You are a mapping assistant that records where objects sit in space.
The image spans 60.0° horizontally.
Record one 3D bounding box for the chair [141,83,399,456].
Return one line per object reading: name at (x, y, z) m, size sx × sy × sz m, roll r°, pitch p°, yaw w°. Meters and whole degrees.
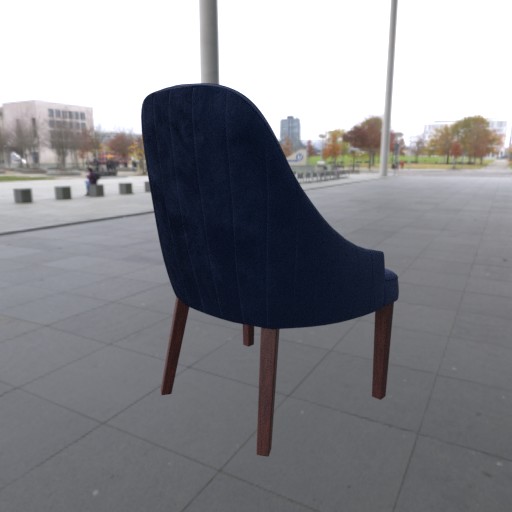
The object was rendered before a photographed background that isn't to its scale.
chair at (0.000, 0.000, 1.301) m, size 0.643 × 0.889 × 0.575 m, roll 12°, pitch 17°, yaw 43°
